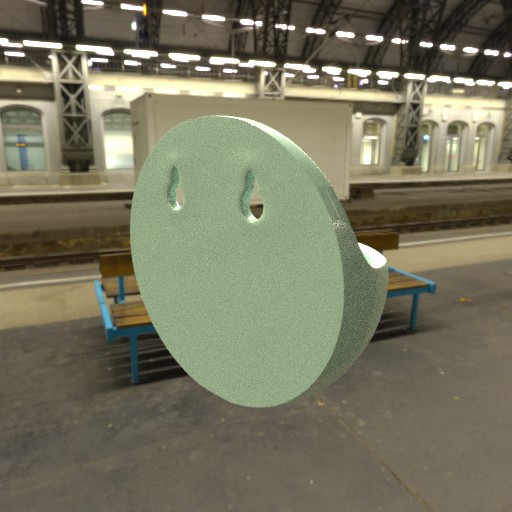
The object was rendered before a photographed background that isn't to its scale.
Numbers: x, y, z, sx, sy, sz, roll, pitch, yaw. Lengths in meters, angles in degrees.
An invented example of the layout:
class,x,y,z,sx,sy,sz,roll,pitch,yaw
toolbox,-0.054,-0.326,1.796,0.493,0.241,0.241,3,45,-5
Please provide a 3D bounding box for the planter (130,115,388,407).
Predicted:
class,x,y,z,sx,sy,sz,roll,pitch,yaw
planter,0.000,0.000,0.276,0.189,0.164,0.073,13,19,43
